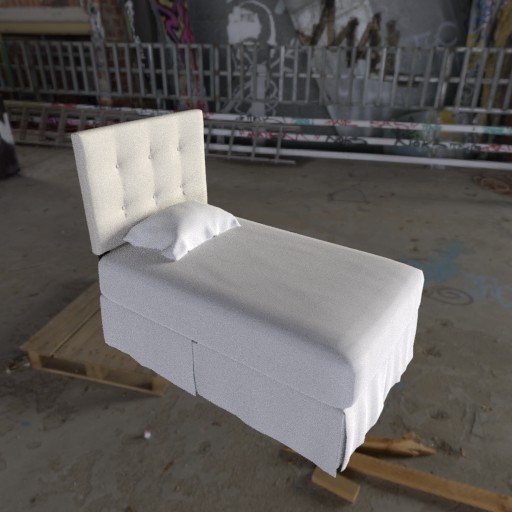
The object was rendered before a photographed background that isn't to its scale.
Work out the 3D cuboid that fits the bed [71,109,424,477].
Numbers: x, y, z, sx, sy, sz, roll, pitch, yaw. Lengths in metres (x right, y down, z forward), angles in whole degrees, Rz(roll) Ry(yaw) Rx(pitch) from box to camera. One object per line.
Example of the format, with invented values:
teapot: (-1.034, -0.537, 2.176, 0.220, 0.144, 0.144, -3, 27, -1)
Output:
bed: (0.000, 0.000, 2.943, 1.997, 1.571, 1.261, 18, 32, 31)
